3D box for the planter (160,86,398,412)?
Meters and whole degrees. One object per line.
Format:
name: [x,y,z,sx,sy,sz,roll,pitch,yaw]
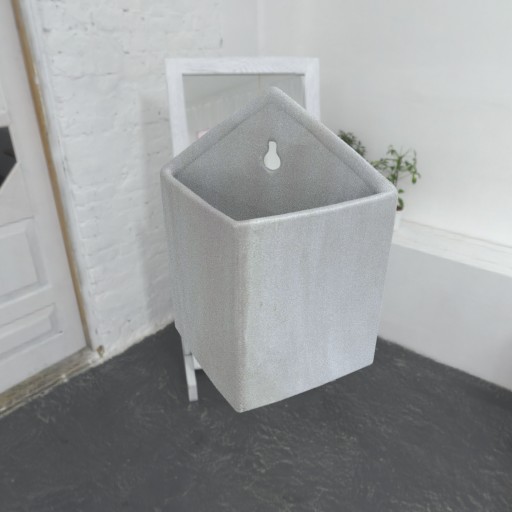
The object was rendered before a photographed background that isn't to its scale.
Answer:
planter: [0.000,0.000,0.280,0.163,0.194,0.080,8,28,15]
